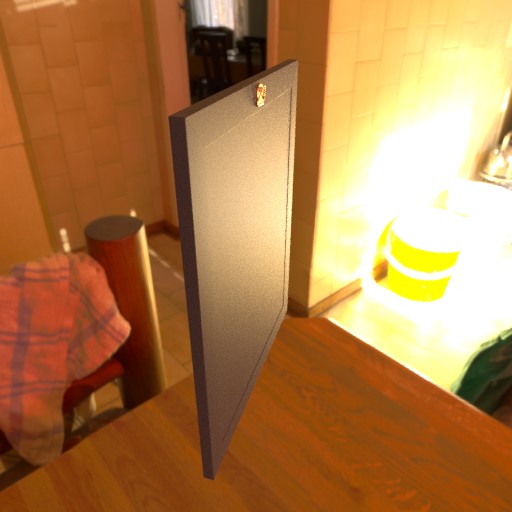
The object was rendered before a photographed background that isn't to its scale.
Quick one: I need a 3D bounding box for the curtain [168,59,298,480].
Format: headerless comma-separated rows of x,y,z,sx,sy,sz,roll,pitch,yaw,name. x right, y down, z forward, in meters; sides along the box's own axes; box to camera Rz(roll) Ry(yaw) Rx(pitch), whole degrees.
0.000,0.000,0.781,0.027,0.585,0.483,9,32,15,curtain
